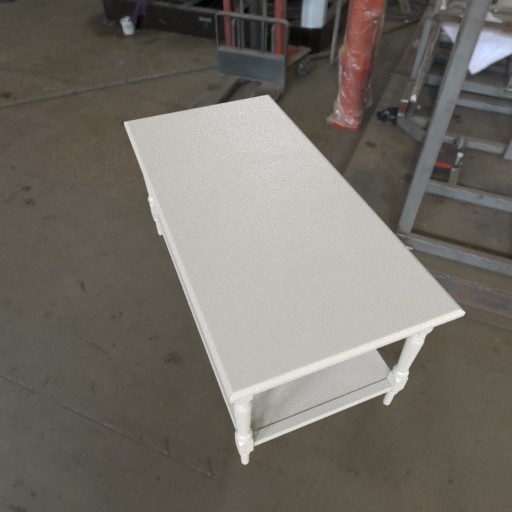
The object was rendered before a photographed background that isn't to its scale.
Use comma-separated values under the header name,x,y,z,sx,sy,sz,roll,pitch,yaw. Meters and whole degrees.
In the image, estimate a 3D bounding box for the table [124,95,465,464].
name,x,y,z,sx,sy,sz,roll,pitch,yaw
table,0.000,0.000,1.441,0.551,0.506,1.109,-16,48,-15
